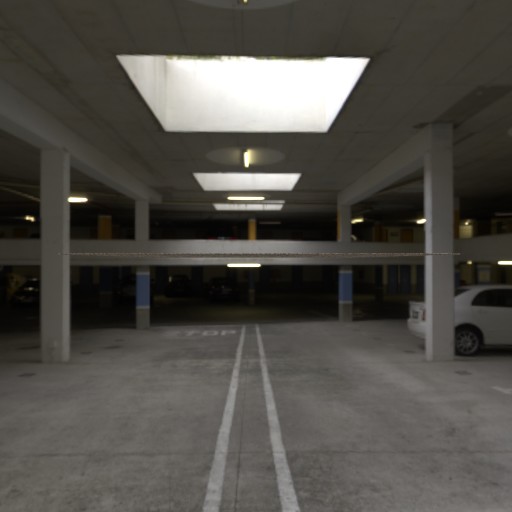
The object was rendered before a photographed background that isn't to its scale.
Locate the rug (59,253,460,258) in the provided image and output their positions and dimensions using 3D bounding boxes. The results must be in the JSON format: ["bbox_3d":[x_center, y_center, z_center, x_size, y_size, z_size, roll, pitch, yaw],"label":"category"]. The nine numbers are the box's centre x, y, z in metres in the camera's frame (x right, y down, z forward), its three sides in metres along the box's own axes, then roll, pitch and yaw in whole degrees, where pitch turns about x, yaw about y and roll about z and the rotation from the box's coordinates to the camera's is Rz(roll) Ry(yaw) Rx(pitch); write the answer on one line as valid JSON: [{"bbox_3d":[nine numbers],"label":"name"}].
[{"bbox_3d":[0.000,0.000,3.961,2.371,0.012,3.000,0,-1,-1],"label":"rug"}]
